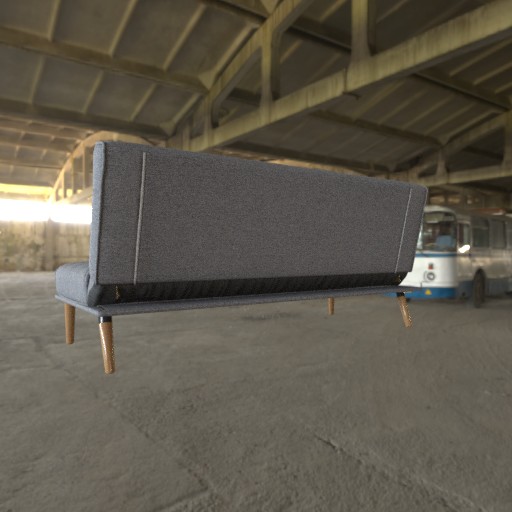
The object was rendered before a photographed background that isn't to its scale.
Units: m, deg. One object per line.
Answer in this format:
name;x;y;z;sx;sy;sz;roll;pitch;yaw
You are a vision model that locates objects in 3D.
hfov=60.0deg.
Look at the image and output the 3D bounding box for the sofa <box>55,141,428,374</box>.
sofa;0.000;0.000;2.323;1.820;0.830;0.810;0;1;-35
